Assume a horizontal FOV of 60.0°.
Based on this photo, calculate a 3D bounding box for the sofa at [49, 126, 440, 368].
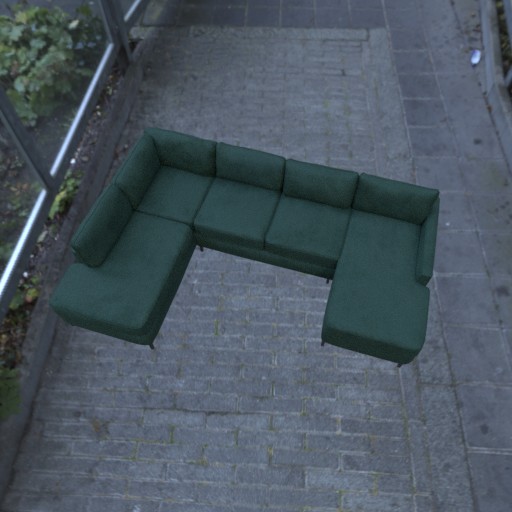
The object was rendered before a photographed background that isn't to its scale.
[{"bbox_3d":[0.000,0.000,3.920,2.994,0.861,1.992,14,58,9],"label":"sofa"}]
